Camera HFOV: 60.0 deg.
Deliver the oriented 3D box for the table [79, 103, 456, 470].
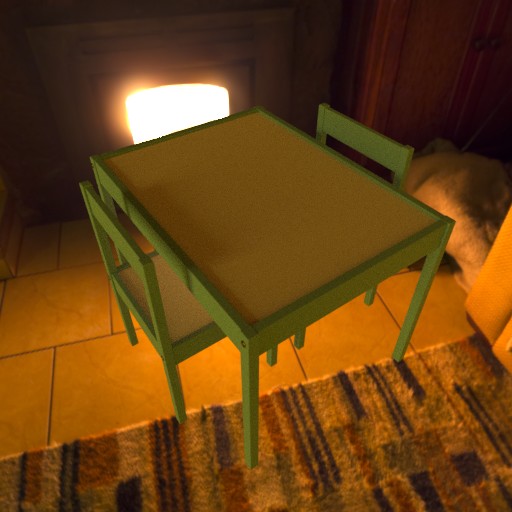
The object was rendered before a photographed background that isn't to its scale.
[{"bbox_3d":[0.000,0.000,1.067,0.633,0.503,0.639,-26,48,-25],"label":"table"}]
